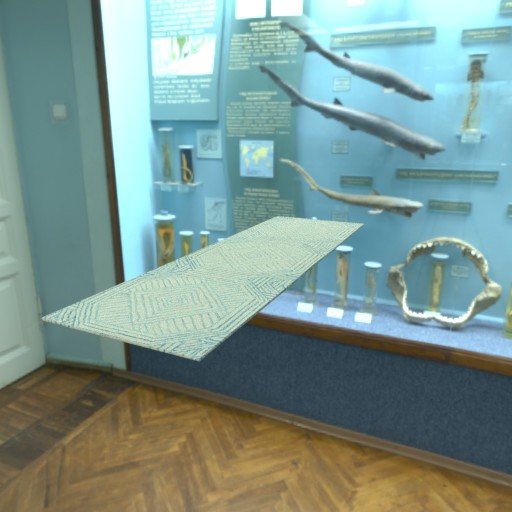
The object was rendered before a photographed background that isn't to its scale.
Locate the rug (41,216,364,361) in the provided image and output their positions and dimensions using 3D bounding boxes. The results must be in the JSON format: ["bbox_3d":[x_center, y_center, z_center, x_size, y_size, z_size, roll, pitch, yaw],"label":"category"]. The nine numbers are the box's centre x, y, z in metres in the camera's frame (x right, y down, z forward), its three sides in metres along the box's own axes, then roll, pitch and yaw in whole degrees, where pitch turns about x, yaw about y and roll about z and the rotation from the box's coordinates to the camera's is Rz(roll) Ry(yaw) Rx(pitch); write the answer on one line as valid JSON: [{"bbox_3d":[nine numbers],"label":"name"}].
[{"bbox_3d":[0.000,0.000,2.708,0.775,0.012,2.452,8,18,25],"label":"rug"}]
